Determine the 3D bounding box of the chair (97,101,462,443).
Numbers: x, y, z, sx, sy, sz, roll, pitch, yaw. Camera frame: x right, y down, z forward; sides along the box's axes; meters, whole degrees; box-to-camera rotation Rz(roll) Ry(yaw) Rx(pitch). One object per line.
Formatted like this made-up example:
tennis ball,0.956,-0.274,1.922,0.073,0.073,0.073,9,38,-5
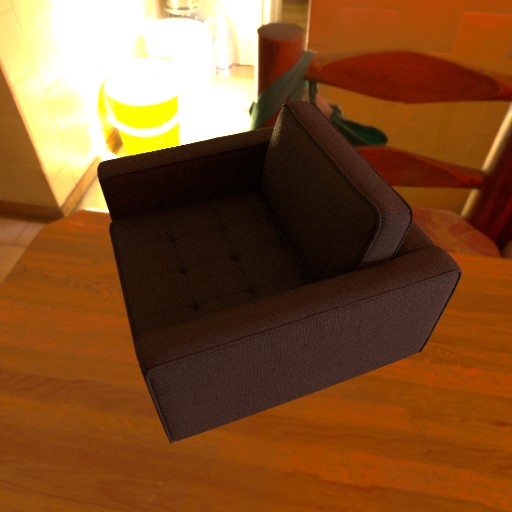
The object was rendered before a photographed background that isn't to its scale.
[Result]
chair,0.000,0.000,1.542,0.919,0.770,0.899,-15,49,-14
